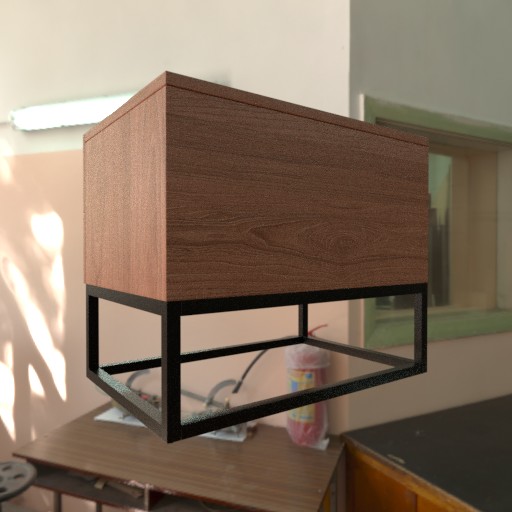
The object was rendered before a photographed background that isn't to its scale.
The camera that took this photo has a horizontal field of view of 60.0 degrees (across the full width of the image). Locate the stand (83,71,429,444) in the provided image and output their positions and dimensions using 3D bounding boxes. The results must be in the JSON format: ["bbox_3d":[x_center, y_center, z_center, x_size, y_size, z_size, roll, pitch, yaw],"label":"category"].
[{"bbox_3d":[0.000,0.000,0.935,0.600,0.500,0.420,-1,1,-36],"label":"stand"}]
